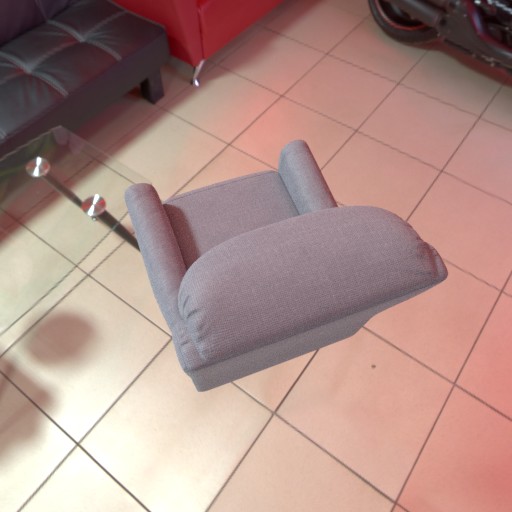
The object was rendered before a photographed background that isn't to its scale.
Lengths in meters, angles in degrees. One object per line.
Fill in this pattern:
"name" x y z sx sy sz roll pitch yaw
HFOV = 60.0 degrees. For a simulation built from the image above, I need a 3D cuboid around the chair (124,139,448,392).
"chair" 0.000 0.000 1.733 0.838 1.054 1.014 -18 59 -11
